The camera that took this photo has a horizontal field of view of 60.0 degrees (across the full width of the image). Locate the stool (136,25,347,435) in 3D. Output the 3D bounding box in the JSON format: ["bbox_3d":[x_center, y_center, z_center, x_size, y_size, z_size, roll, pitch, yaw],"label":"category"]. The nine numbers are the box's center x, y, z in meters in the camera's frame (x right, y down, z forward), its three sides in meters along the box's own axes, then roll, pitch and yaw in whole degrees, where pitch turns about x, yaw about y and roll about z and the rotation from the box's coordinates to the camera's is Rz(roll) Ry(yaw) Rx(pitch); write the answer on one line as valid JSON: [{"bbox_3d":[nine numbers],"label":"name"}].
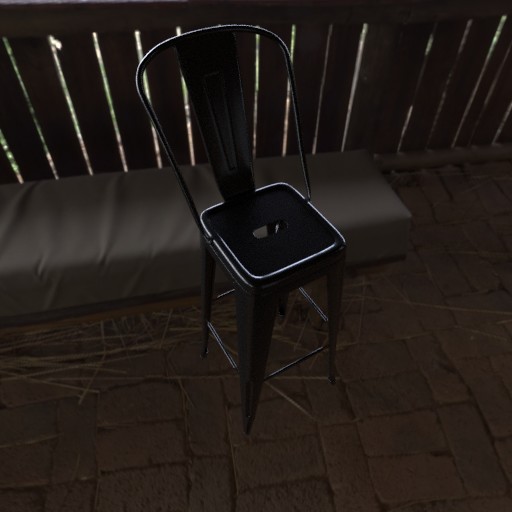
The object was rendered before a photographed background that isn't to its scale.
[{"bbox_3d":[0.000,0.000,1.292,0.399,1.096,0.513,-23,51,-20],"label":"stool"}]
